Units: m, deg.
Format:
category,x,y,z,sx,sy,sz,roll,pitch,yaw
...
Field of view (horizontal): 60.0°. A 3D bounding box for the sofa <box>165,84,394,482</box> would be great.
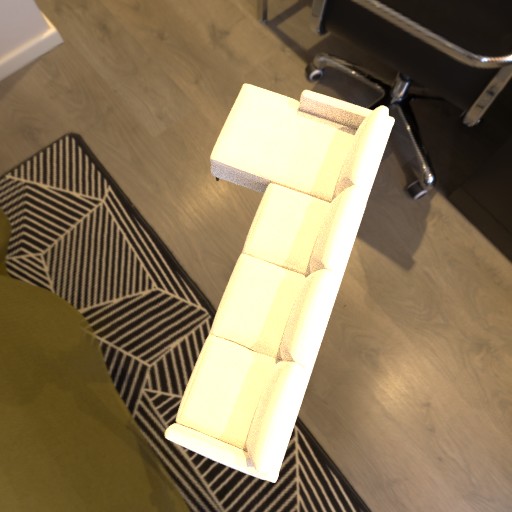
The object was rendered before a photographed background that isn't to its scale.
category,x,y,z,sx,sy,sz,roll,pitch,yaw
sofa,0.000,0.000,3.773,1.467,0.875,3.186,20,75,6
